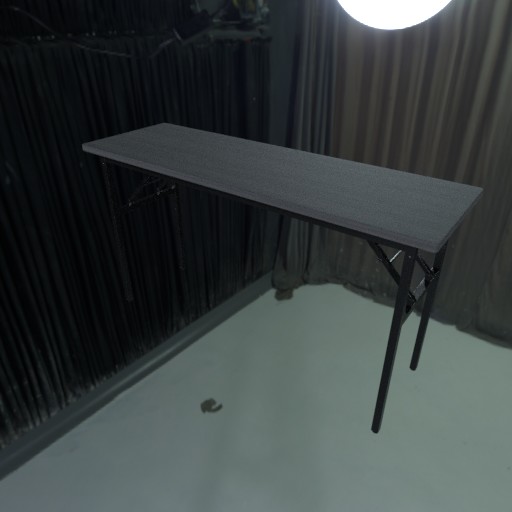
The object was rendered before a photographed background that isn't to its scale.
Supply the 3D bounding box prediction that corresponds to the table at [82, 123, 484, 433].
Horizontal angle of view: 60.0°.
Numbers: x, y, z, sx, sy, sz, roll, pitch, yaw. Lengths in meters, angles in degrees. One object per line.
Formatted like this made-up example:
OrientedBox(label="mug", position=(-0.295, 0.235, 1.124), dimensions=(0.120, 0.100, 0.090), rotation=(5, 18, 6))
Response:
OrientedBox(label="table", position=(0.000, 0.000, 1.742), dimensions=(1.399, 0.750, 0.449), rotation=(20, 36, 31))
